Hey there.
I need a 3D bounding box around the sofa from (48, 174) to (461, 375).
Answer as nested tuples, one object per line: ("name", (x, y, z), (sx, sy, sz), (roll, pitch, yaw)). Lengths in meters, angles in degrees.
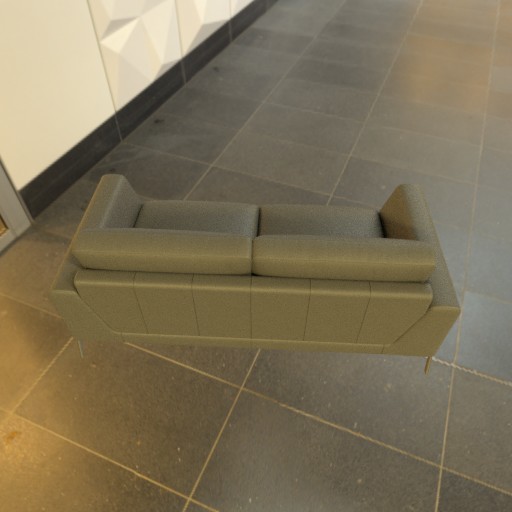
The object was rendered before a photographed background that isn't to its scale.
("sofa", (0.000, 0.000, 2.562), (2.017, 0.875, 0.953), (2, 47, 2))
